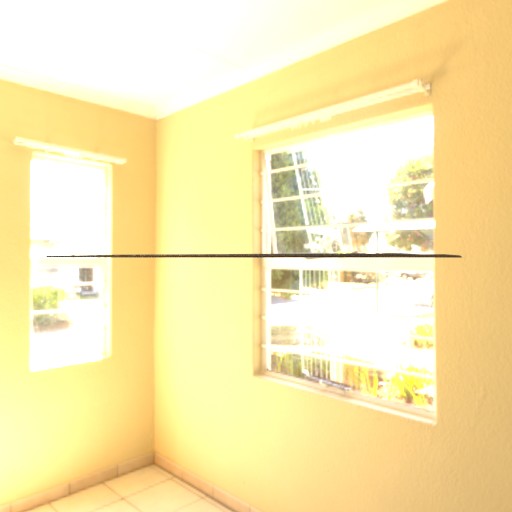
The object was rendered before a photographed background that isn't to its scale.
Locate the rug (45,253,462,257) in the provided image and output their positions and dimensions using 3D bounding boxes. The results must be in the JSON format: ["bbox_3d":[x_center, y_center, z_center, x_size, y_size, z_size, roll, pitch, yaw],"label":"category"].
[{"bbox_3d":[0.000,0.000,4.794,3.612,0.035,2.716,0,0,35],"label":"rug"}]
